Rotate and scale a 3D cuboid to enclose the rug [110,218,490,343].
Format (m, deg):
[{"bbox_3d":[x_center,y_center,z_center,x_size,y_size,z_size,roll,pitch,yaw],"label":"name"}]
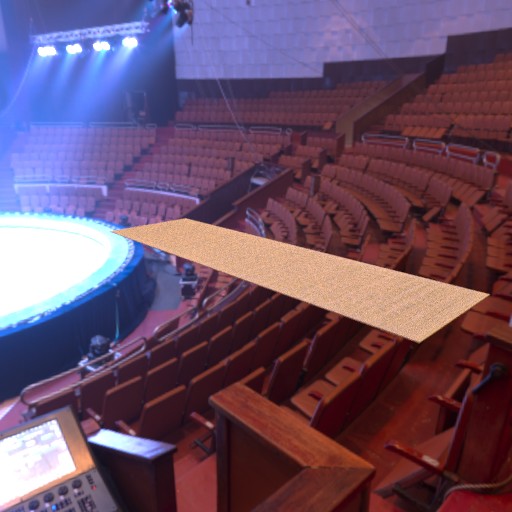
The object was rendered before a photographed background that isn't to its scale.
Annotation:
[{"bbox_3d":[0.000,0.000,2.683,0.686,0.006,2.437,-15,22,-42],"label":"rug"}]
